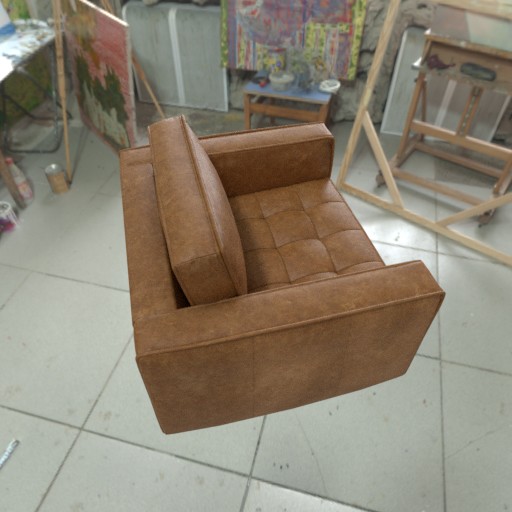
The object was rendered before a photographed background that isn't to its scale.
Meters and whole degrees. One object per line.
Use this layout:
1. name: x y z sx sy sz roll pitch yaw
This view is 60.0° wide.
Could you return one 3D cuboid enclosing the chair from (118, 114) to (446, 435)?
1. chair: 0.000 0.000 1.496 0.798 0.767 0.928 -11 47 -10
